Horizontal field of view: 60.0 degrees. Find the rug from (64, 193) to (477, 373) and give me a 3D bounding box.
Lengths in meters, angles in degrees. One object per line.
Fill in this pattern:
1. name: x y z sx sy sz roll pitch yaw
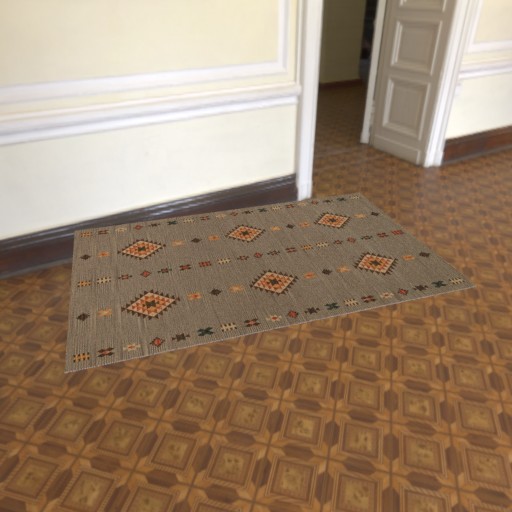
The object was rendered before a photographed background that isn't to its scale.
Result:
1. rug: 0.000 0.000 3.079 2.427 0.007 1.515 -9 33 -15
